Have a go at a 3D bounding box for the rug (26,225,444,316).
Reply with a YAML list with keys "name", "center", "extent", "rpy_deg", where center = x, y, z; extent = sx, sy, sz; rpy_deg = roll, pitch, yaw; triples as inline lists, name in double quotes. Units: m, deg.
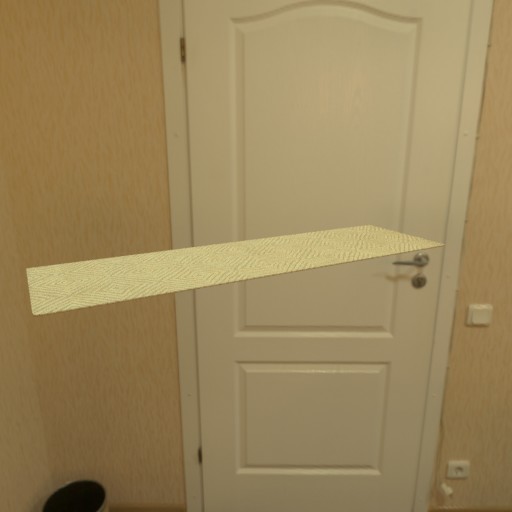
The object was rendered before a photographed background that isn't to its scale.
- name: "rug"
  center: [0.000, 0.000, 2.477]
  extent: [2.277, 0.008, 0.676]
  rpy_deg: [-8, 18, -27]
